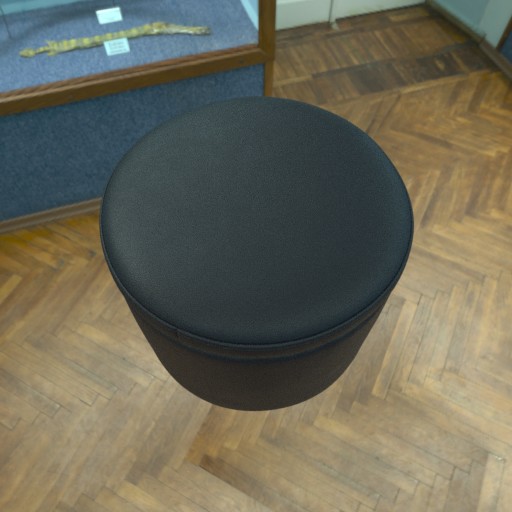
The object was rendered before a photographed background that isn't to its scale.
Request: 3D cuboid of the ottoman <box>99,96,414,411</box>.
[{"bbox_3d":[0.000,0.000,0.852,0.501,0.409,0.501,0,58,0],"label":"ottoman"}]
